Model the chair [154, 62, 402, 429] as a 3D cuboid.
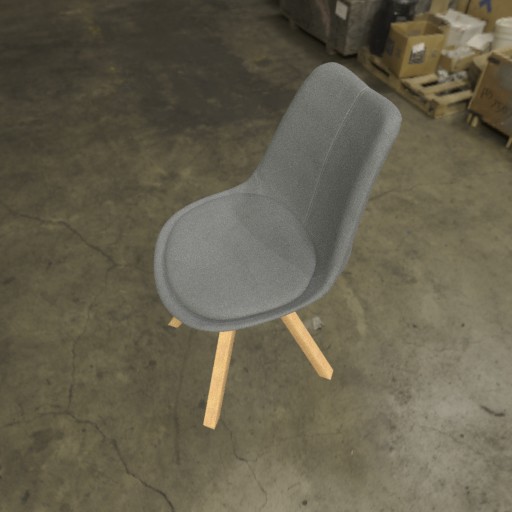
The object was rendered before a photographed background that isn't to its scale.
[{"bbox_3d":[0.000,0.000,1.197,0.549,0.863,0.474,-17,49,-16],"label":"chair"}]
